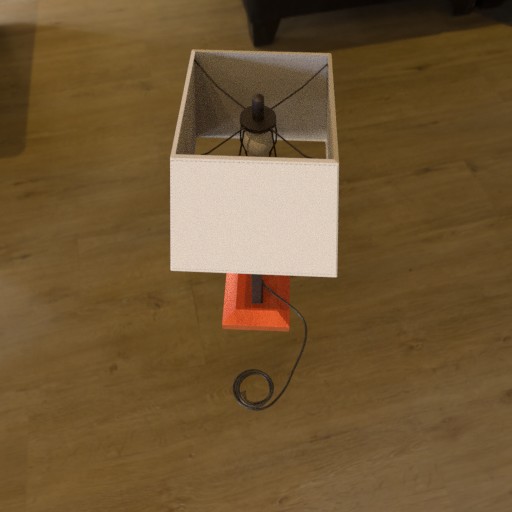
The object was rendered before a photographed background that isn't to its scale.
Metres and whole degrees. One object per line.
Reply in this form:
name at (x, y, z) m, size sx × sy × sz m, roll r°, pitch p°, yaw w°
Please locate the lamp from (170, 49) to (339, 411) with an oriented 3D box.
lamp at (0.000, 0.000, 0.974) m, size 0.310 × 0.737 × 0.498 m, roll 2°, pitch 58°, yaw 2°
